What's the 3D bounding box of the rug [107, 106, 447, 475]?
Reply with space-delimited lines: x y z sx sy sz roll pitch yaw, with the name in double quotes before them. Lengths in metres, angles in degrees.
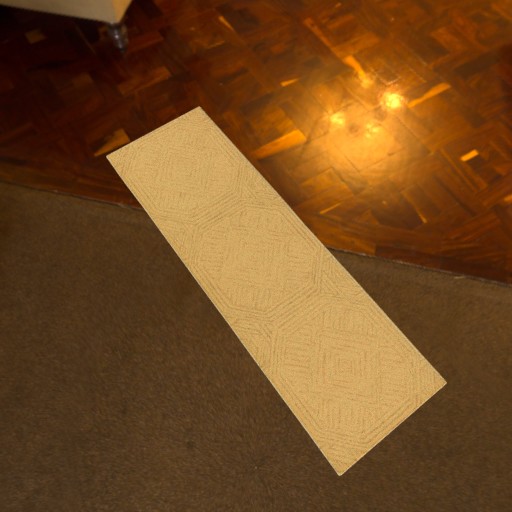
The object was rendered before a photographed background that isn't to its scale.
"rug" 0.000 0.000 2.730 0.775 0.012 2.452 -33 69 -15
